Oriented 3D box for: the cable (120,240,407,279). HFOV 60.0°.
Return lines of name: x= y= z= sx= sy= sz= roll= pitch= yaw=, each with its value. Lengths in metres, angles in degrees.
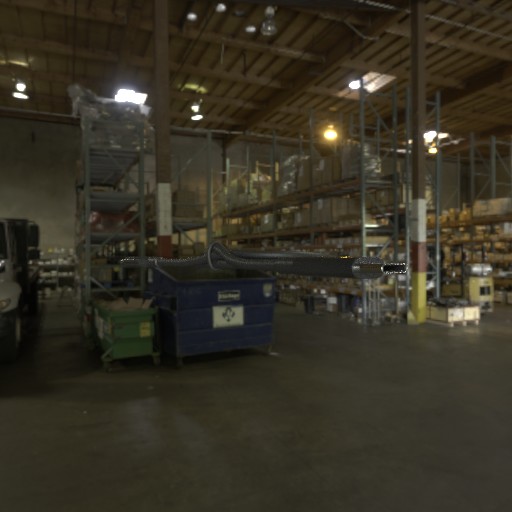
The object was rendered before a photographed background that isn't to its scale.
cable: x=0.000 y=0.000 z=0.218 sx=0.070 sy=0.014 sz=0.203 roll=0 pitch=0 yaw=-36
